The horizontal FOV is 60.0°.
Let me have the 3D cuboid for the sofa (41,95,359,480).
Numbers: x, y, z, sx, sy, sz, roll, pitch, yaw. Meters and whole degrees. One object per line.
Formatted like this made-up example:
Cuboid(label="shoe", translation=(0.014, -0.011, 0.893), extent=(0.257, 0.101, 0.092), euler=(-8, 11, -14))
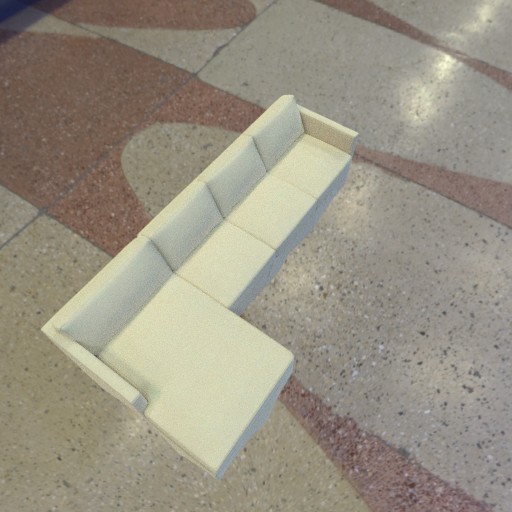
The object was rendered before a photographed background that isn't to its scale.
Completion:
Cuboid(label="sofa", translation=(0.000, 0.000, 3.891), extent=(1.650, 0.922, 3.205), euler=(31, 63, 18))
